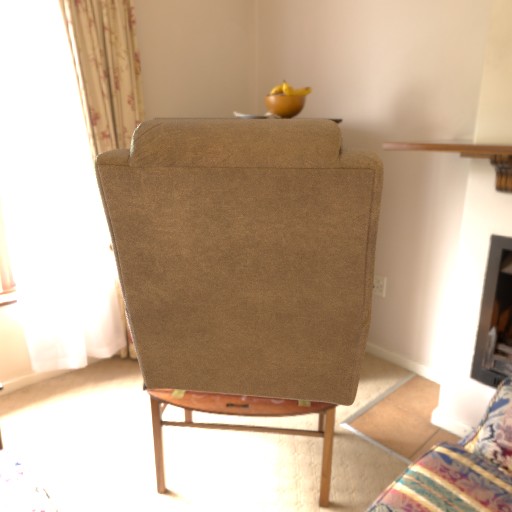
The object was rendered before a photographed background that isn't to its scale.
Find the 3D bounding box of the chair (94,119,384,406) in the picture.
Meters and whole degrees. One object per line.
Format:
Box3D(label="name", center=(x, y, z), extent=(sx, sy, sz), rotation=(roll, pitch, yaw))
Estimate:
Box3D(label="chair", center=(0.000, 0.000, 1.918), extent=(0.965, 1.116, 1.068), rotation=(2, 16, 8))
